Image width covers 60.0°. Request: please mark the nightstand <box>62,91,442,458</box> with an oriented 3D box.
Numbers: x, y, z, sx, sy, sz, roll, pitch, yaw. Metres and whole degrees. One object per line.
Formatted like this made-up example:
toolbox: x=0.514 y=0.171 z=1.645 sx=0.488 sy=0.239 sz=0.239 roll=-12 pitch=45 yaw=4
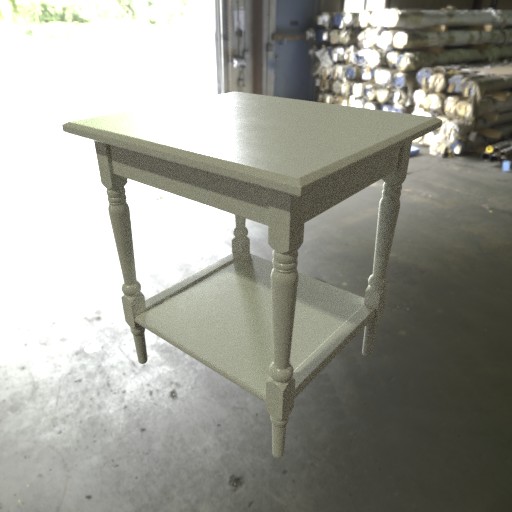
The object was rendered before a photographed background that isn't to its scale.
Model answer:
nightstand: x=0.000 y=0.000 z=0.923 sx=0.505 sy=0.555 sz=0.459 roll=21 pitch=35 yaw=34
